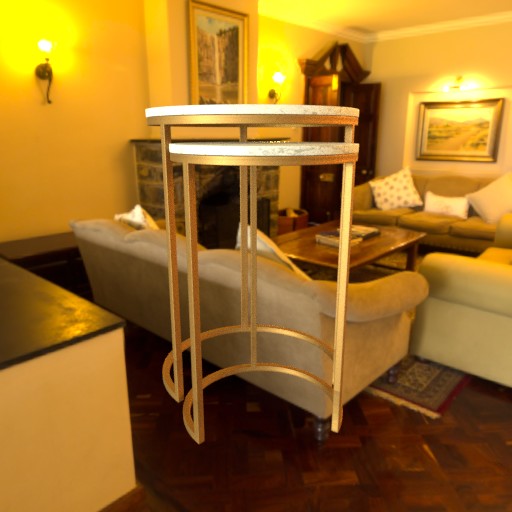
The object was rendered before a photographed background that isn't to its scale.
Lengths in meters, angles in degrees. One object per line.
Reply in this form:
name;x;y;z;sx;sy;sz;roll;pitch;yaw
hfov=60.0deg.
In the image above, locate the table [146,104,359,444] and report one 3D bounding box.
table;0.000;0.000;0.875;0.400;0.550;0.507;-2;16;-7
